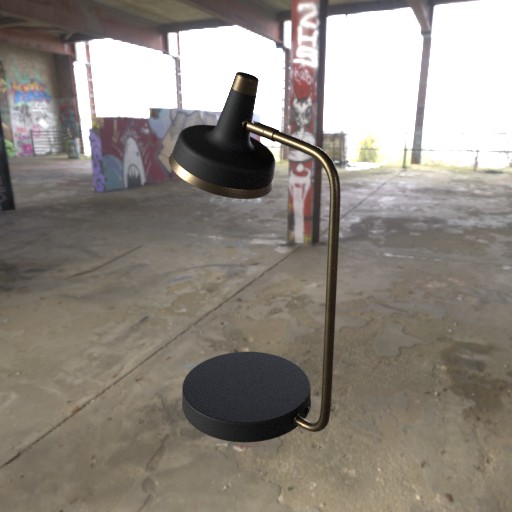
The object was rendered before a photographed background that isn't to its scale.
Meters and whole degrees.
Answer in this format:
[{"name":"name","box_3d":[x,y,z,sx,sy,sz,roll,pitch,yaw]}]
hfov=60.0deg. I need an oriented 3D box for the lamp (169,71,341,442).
[{"name":"lamp","box_3d":[0.000,0.000,0.495,0.218,0.385,0.162,16,23,42]}]
